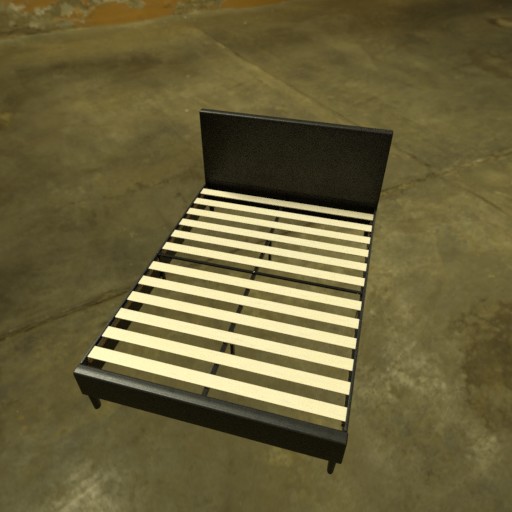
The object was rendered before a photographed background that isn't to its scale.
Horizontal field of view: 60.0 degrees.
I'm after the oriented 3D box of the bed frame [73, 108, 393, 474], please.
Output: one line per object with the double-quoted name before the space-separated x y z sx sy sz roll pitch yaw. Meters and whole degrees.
"bed frame" 0.000 0.000 3.224 1.634 1.127 2.318 10 42 12
